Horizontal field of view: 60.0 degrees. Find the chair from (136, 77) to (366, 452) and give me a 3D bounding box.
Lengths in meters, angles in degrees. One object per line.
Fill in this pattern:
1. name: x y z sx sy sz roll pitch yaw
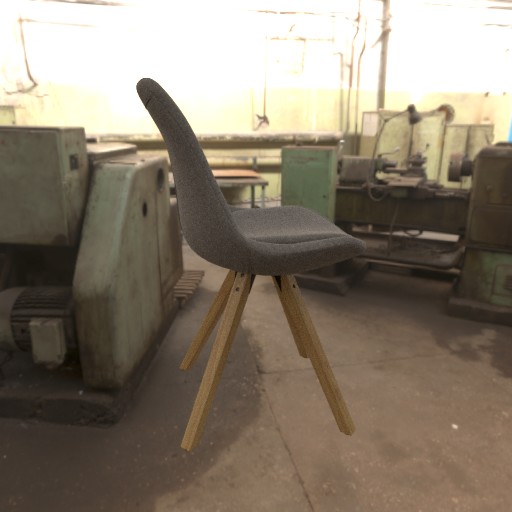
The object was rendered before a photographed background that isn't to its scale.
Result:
1. chair: 0.000 0.000 1.190 0.550 0.865 0.483 -3 17 -9
